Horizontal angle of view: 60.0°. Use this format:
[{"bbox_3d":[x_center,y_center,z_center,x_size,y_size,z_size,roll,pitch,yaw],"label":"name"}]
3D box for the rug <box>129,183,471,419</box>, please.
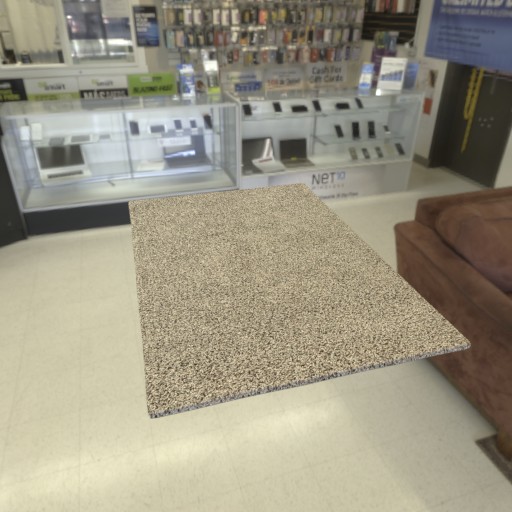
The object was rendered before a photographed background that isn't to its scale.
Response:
[{"bbox_3d":[0.000,0.000,2.293,1.219,0.030,1.778,-8,31,-14],"label":"rug"}]
